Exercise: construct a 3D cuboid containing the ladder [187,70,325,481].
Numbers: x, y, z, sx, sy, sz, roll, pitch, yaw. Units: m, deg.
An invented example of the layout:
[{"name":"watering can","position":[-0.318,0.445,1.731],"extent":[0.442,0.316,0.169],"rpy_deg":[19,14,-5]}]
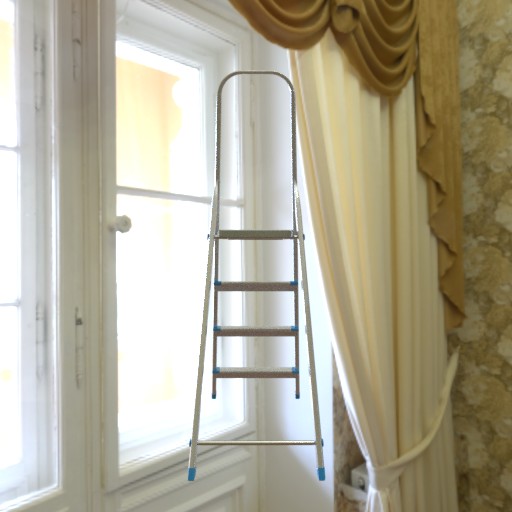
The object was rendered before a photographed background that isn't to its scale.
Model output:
[{"name":"ladder","position":[0.000,0.000,1.834],"extent":[0.445,1.434,0.842],"rpy_deg":[0,0,0]}]
